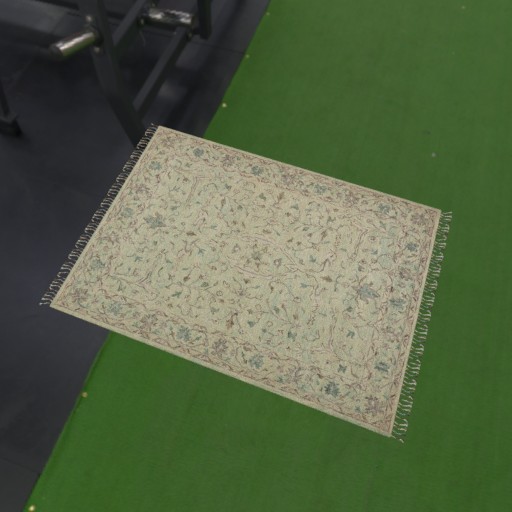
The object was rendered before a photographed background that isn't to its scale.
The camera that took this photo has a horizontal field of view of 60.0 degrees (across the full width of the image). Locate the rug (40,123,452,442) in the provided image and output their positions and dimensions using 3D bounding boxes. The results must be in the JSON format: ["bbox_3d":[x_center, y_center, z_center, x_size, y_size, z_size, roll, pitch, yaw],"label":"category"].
[{"bbox_3d":[0.000,0.000,2.276,1.802,0.008,1.247,19,66,9],"label":"rug"}]
